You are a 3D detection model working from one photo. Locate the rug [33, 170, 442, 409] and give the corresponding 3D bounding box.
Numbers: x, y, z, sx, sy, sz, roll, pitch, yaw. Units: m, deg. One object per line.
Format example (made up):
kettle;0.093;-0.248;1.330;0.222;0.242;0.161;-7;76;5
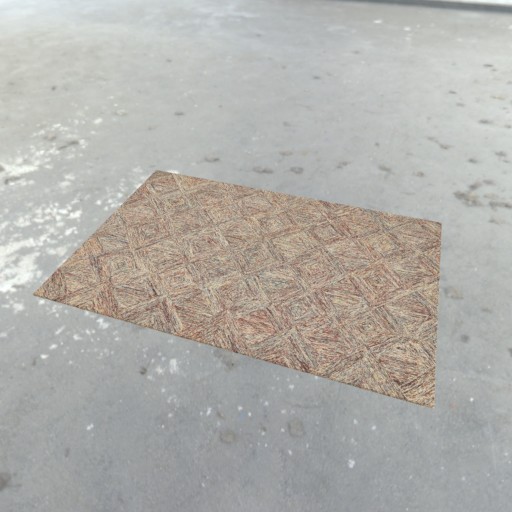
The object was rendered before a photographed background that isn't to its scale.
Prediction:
rug;0.000;0.000;2.901;2.285;0.019;1.523;13;43;14
